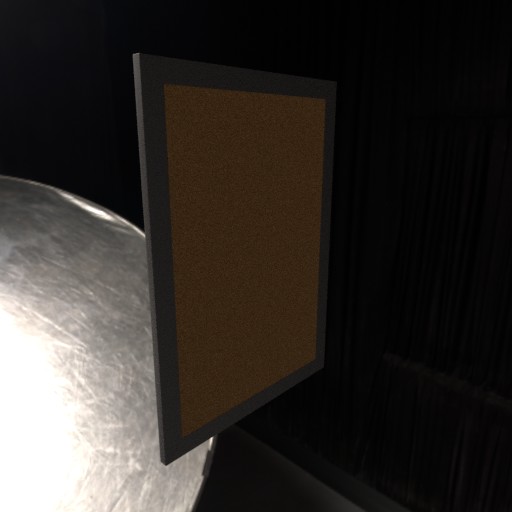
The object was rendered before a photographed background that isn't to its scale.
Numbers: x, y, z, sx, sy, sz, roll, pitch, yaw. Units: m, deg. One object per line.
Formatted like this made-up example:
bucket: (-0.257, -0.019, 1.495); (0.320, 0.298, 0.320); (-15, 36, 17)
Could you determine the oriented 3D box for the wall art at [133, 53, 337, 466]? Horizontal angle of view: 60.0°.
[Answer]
wall art: (0.000, 0.000, 0.687); (0.013, 0.534, 0.380); (14, 21, 42)
